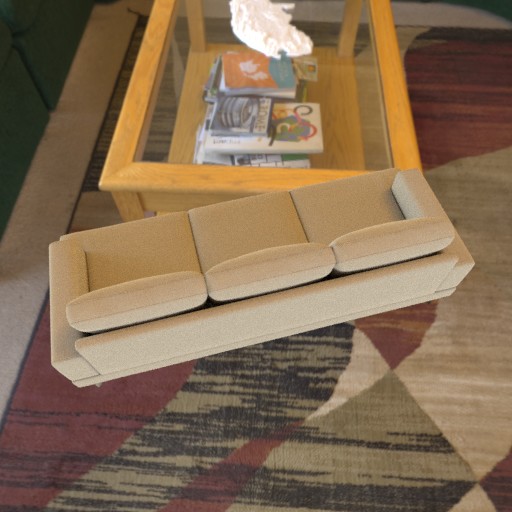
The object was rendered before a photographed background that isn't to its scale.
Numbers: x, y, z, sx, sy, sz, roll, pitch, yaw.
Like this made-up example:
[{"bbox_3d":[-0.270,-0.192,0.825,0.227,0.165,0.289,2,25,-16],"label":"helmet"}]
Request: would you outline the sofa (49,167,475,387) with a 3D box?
[{"bbox_3d":[0.000,0.000,2.673,2.310,0.810,0.920,-13,60,-7],"label":"sofa"}]
